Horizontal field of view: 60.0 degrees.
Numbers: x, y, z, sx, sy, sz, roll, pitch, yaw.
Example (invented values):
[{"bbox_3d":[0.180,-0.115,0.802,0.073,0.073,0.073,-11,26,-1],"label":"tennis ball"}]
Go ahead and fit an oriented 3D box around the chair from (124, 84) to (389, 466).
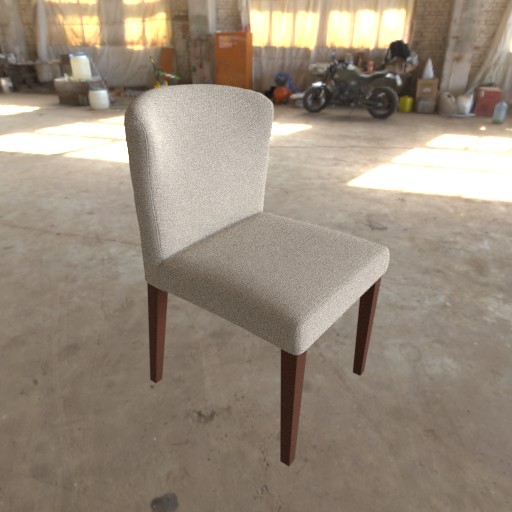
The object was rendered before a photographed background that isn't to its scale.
[{"bbox_3d":[0.000,0.000,1.209,0.589,0.839,0.491,19,33,33],"label":"chair"}]
